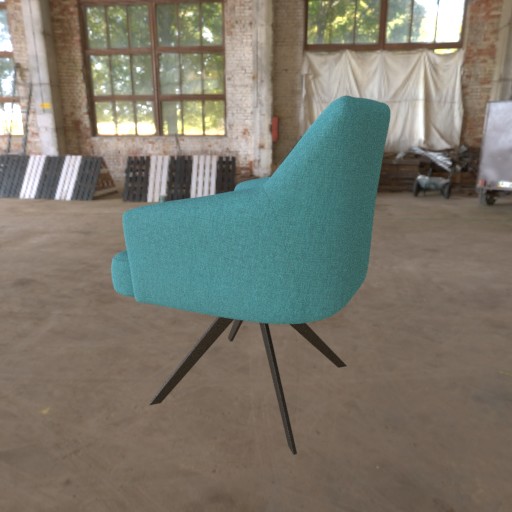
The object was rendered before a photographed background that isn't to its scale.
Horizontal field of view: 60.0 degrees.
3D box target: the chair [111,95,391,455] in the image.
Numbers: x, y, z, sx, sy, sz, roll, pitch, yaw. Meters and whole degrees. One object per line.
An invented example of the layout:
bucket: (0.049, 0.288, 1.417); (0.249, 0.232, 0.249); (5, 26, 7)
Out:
chair: (0.000, 0.000, 1.327); (0.677, 0.874, 0.642); (8, 19, 25)
